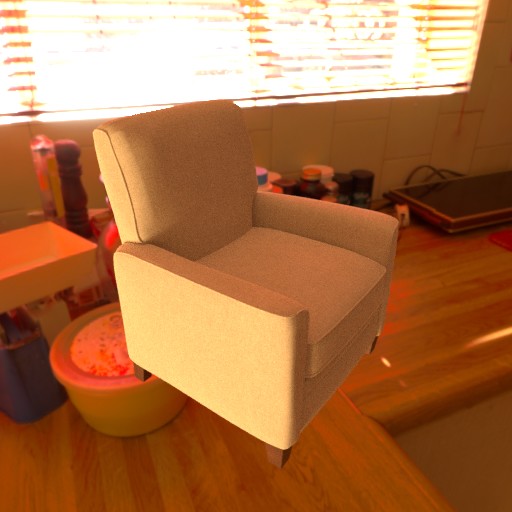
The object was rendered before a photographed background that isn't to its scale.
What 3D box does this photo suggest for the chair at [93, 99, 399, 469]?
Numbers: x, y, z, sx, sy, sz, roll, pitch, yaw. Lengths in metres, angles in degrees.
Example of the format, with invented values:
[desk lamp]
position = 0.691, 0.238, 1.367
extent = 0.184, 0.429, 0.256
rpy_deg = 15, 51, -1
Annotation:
[chair]
position = 0.000, 0.000, 1.673
extent = 0.859, 1.023, 0.845
rpy_deg = 19, 33, 32
